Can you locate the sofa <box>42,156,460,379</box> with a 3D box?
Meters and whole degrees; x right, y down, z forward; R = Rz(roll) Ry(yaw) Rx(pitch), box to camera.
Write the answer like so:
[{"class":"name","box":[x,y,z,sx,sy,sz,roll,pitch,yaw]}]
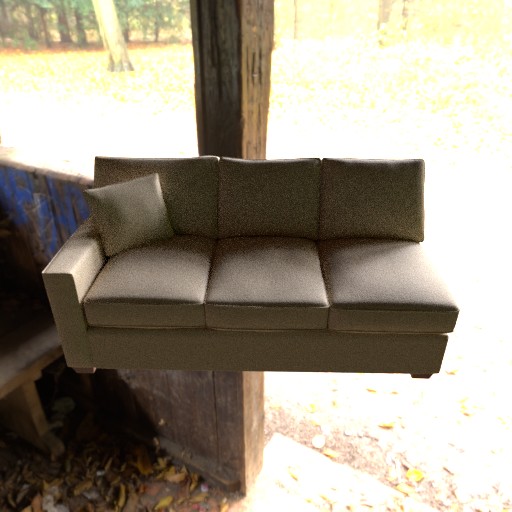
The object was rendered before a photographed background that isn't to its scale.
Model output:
[{"class":"sofa","box":[0.000,0.000,2.511,1.962,0.946,1.034,1,29,1]}]
